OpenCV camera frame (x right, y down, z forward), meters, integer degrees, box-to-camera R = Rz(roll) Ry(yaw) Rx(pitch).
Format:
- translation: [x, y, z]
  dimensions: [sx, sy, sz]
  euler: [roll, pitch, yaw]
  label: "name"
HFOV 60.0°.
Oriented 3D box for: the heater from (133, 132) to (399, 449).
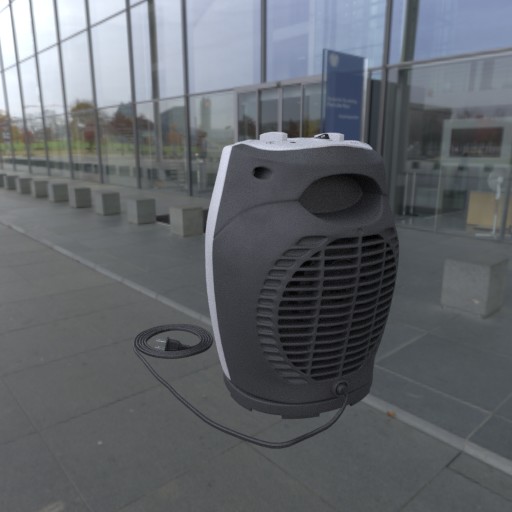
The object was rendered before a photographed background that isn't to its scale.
- translation: [0.000, 0.000, 0.478]
  dimensions: [0.239, 0.255, 0.291]
  euler: [-7, 15, -26]
  label: "heater"
